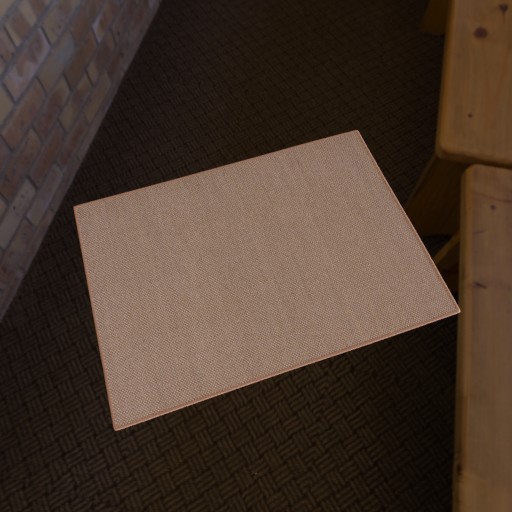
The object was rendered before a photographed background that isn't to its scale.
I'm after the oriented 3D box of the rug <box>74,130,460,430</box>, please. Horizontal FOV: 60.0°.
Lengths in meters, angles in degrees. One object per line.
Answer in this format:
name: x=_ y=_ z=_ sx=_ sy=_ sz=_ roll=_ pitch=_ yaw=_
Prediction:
rug: x=0.000 y=0.000 z=2.873 sx=2.134 sy=0.013 sz=1.524 roll=-17 pitch=65 yaw=-8
